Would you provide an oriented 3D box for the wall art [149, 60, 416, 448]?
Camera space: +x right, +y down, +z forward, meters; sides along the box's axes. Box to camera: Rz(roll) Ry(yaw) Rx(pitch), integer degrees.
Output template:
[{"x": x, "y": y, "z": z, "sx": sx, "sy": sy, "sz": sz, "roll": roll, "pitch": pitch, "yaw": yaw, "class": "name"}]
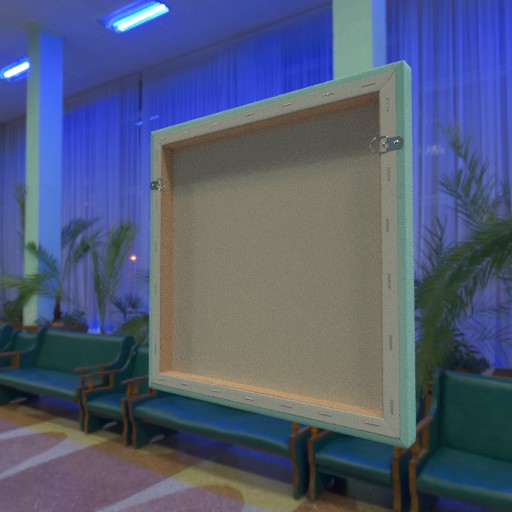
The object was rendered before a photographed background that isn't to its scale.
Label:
[{"x": 0.000, "y": 0.000, "z": 1.113, "sx": 0.765, "sy": 0.766, "sz": 0.054, "roll": -2, "pitch": -3, "yaw": 37, "class": "wall art"}]
